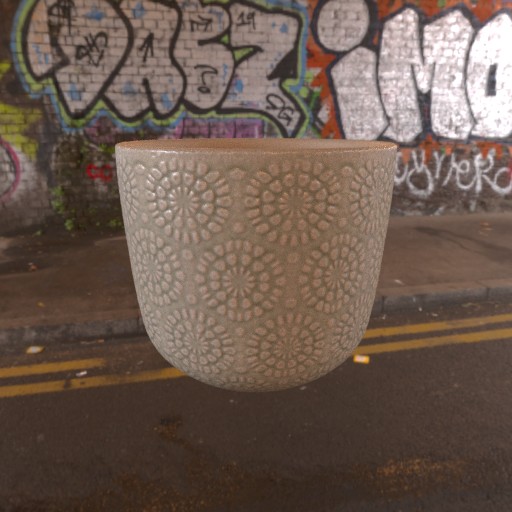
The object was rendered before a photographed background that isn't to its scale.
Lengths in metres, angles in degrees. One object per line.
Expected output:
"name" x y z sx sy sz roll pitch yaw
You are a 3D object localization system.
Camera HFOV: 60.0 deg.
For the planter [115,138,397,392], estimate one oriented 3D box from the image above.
"planter" 0.000 0.000 0.218 0.124 0.109 0.124 0 16 0
